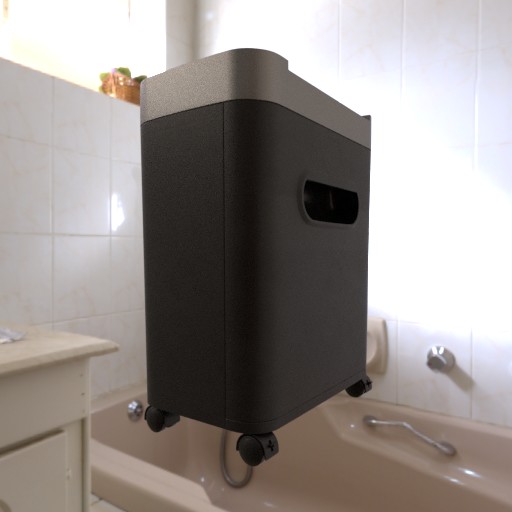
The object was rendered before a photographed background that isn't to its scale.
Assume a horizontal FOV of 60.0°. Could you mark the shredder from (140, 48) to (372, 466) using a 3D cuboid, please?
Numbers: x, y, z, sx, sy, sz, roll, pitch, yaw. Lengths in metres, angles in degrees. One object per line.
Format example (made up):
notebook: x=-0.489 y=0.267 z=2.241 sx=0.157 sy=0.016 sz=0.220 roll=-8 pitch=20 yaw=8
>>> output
shredder: x=0.000 y=0.000 z=0.613 sx=0.237 sy=0.419 sz=0.311 roll=0 pitch=1 yaw=36
